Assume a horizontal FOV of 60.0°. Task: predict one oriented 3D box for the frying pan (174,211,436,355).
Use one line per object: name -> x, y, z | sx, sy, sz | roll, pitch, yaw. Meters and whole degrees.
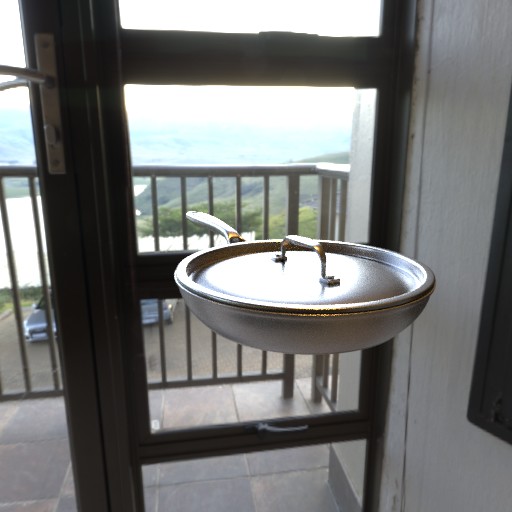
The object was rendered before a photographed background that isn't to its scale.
frying pan -> 0.000, 0.000, 0.578 | 0.272, 0.086, 0.490 | -7, 16, -26
